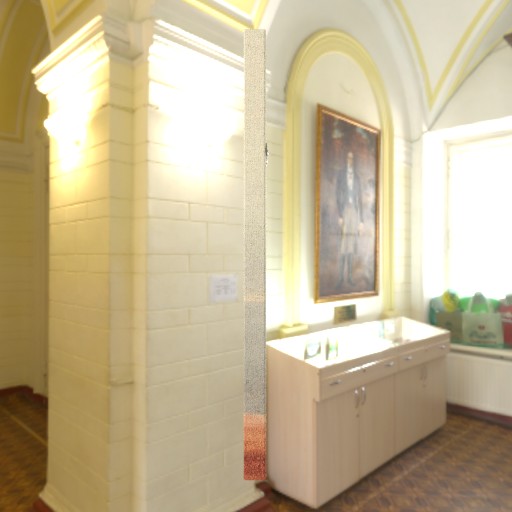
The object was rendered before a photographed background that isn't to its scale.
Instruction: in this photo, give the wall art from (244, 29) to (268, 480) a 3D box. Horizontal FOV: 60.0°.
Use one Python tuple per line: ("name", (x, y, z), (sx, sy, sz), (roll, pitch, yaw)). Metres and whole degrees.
("wall art", (0.000, 0.000, 0.600), (0.023, 0.405, 0.405), (0, -1, 0))
